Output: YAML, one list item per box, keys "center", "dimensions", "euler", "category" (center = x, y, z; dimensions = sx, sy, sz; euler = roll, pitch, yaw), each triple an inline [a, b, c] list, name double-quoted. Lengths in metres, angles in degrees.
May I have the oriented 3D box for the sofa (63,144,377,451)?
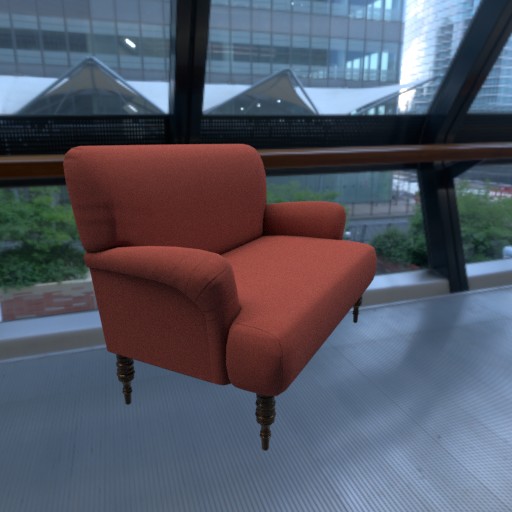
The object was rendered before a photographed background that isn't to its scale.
- center: [0.000, 0.000, 1.828]
  dimensions: [0.779, 0.889, 1.297]
  euler: [7, 16, 26]
  category: "sofa"
